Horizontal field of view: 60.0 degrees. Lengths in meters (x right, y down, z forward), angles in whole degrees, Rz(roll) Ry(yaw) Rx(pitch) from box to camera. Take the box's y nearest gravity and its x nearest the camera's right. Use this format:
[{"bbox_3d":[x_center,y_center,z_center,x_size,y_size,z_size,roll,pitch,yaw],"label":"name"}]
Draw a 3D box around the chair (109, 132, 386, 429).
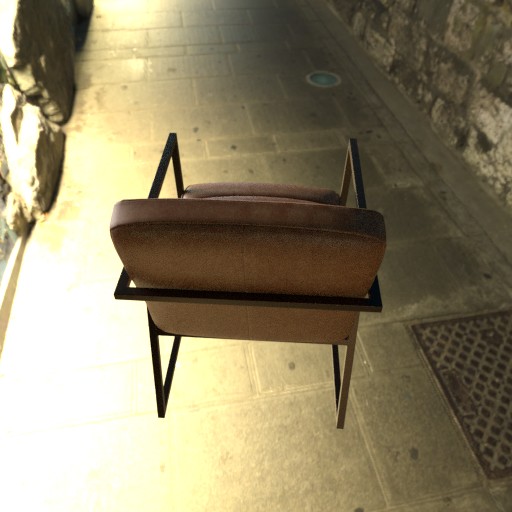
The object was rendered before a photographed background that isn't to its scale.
[{"bbox_3d":[0.000,0.000,1.268,0.571,0.832,0.677,3,46,3],"label":"chair"}]
